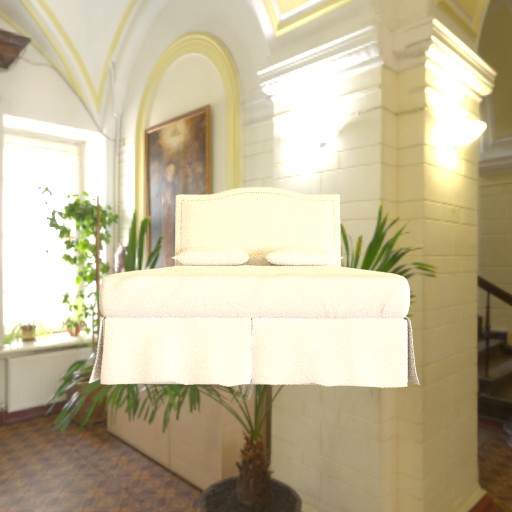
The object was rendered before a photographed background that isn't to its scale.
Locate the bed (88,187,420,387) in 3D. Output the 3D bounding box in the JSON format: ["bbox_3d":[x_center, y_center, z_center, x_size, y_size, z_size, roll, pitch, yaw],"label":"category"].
[{"bbox_3d":[0.000,0.000,3.527,1.821,1.436,2.282,0,0,1],"label":"bed"}]
